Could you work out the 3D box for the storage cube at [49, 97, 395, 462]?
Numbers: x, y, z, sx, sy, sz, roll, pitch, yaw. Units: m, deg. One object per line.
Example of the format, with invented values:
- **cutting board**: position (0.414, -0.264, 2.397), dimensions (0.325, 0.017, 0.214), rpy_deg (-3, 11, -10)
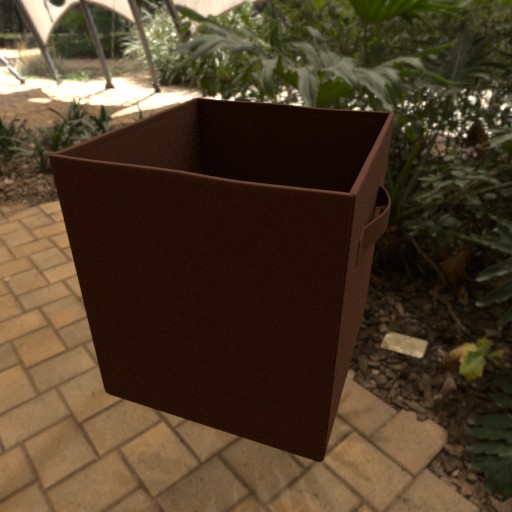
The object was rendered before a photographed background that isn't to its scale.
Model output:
- **storage cube**: position (0.000, 0.000, 0.499), dimensions (0.270, 0.280, 0.270), rpy_deg (11, 32, 18)
